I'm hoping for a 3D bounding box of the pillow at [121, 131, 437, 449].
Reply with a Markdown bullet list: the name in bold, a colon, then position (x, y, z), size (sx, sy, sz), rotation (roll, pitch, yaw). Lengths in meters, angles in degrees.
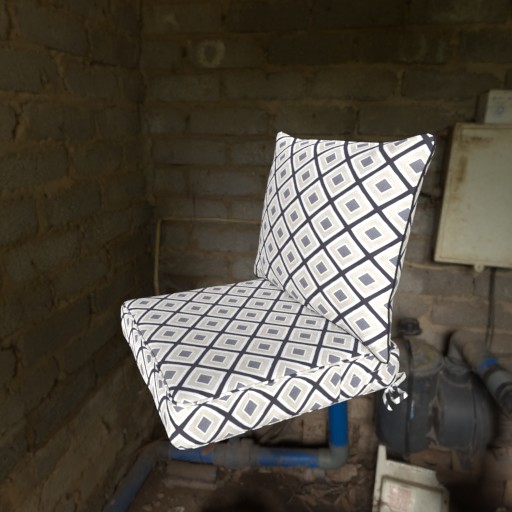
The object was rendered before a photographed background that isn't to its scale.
- **pillow**: position (0.000, 0.000, 1.335), size (0.733, 0.722, 0.798), rotation (-8, 18, -25)
